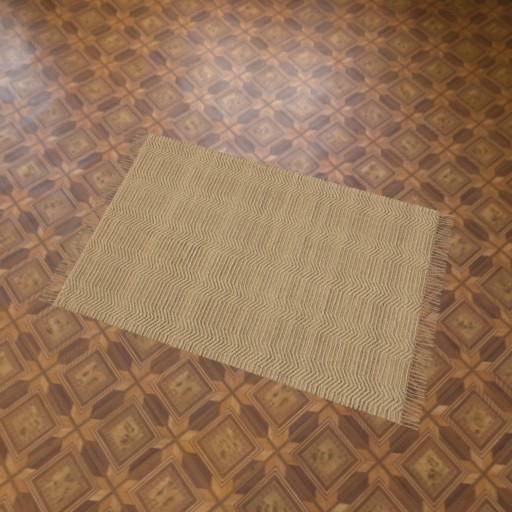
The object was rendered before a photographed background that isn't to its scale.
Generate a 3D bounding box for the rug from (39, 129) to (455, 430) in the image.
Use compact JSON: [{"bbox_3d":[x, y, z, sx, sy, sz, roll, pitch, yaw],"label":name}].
[{"bbox_3d":[0.000,0.000,2.439,2.021,0.027,1.224,17,65,8],"label":"rug"}]
